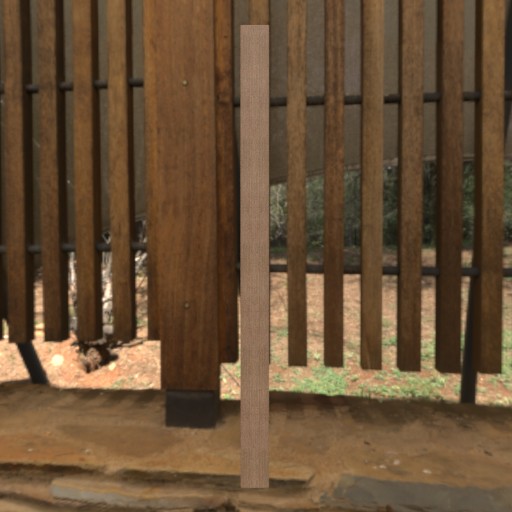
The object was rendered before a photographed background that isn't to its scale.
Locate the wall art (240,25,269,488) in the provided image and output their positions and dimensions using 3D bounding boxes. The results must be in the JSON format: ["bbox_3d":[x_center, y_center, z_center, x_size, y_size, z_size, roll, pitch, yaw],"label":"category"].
[{"bbox_3d":[0.000,0.000,0.664,0.031,0.509,0.356,0,1,0],"label":"wall art"}]
